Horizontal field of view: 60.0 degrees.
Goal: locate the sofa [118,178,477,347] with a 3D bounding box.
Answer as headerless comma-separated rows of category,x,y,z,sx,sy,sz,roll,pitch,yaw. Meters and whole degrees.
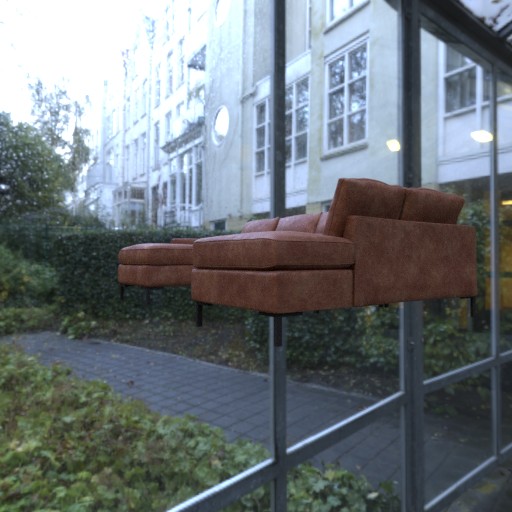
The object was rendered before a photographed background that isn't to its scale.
sofa,0.000,0.000,3.859,1.939,0.900,2.956,0,0,-36
